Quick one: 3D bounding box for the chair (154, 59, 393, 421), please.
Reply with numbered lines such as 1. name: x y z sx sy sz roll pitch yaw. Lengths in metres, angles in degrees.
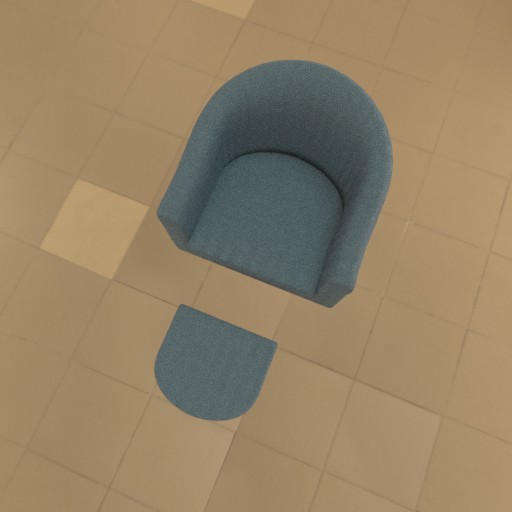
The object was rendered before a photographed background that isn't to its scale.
1. chair: 0.000 0.000 1.750 0.756 0.757 1.288 21 76 6
